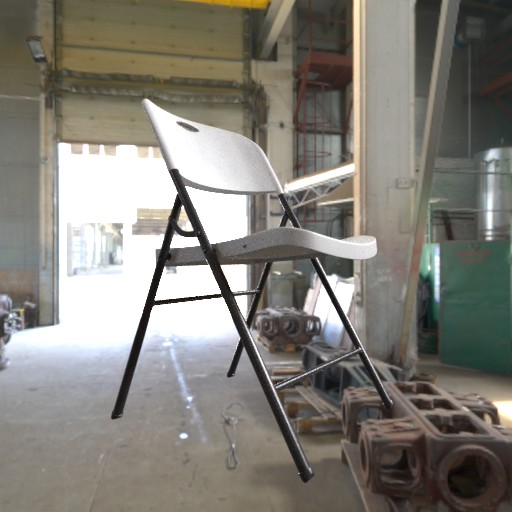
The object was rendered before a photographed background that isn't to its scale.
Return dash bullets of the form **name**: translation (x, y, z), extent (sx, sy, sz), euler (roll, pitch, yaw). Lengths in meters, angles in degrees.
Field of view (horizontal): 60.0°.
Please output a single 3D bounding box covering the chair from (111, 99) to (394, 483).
- **chair**: translation (0.000, 0.000, 1.147), extent (0.566, 0.810, 0.494), euler (0, 0, 35)
